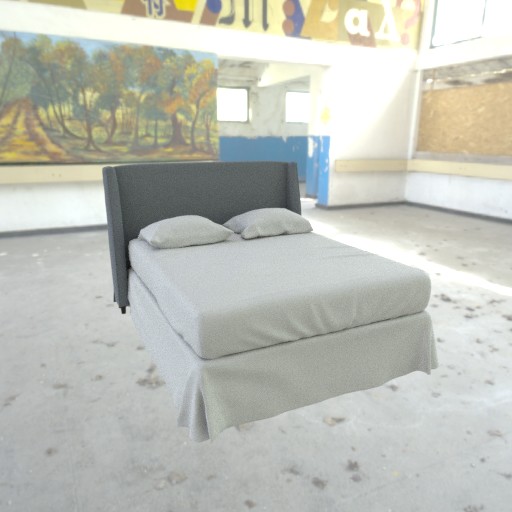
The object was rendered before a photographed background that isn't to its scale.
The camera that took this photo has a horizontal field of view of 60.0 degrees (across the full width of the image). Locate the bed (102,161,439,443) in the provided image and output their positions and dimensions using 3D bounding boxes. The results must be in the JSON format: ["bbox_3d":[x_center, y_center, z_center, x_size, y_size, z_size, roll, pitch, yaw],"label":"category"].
[{"bbox_3d":[0.000,0.000,3.461,1.925,1.332,2.276,-7,17,-25],"label":"bed"}]
